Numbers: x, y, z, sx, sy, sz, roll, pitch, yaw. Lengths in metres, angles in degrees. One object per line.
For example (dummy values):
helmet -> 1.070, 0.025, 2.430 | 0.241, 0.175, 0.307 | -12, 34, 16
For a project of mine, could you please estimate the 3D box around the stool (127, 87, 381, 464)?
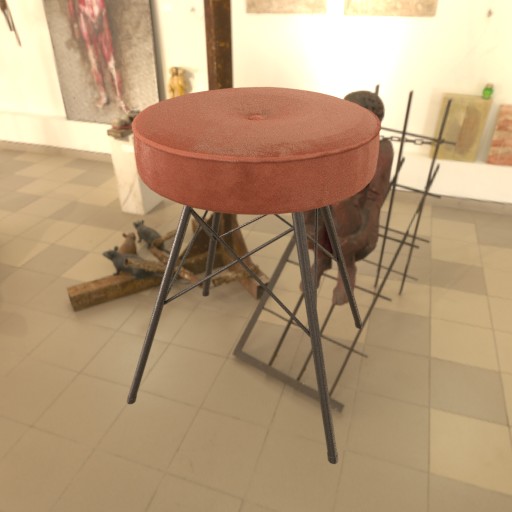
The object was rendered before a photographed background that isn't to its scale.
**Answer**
stool -> 0.000, 0.000, 0.898 | 0.457, 0.593, 0.421 | 10, 34, 15
